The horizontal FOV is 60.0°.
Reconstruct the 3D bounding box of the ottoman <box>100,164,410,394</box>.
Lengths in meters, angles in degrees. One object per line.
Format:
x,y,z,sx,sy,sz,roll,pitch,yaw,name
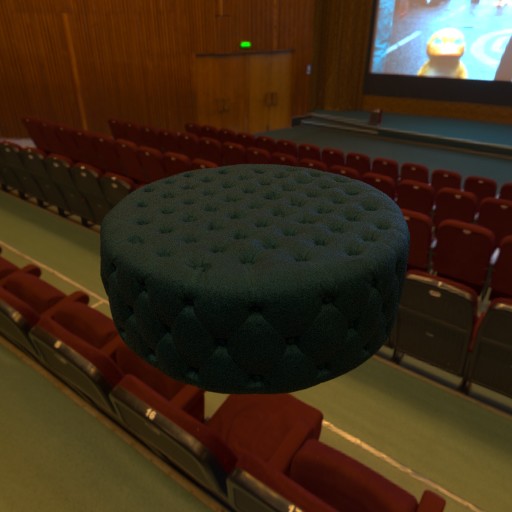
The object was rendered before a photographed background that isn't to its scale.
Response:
0.000,0.000,1.527,0.998,0.398,0.998,0,29,0,ottoman
